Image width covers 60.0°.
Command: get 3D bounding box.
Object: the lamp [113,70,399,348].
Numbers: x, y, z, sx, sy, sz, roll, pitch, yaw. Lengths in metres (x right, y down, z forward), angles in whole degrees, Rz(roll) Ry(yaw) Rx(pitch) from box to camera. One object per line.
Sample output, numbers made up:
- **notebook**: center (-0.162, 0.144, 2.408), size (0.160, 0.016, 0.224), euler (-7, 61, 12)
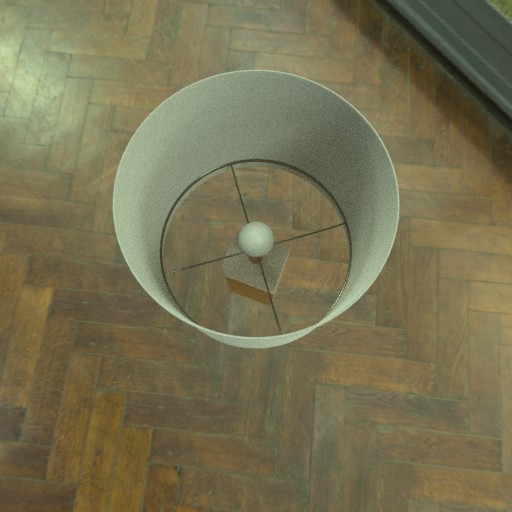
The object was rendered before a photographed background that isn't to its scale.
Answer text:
- **lamp**: center (0.000, 0.000, 0.557), size (0.229, 0.417, 0.229), euler (20, 77, 5)
